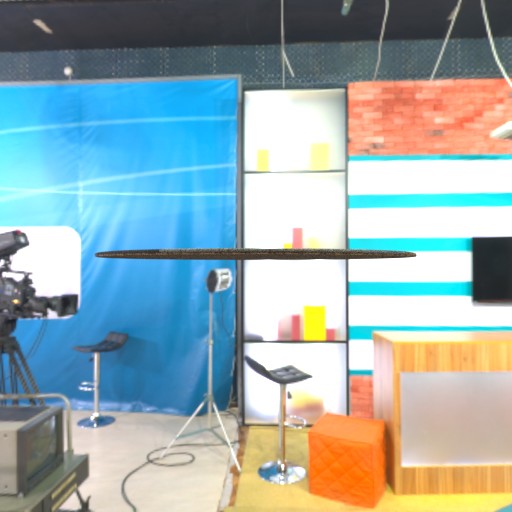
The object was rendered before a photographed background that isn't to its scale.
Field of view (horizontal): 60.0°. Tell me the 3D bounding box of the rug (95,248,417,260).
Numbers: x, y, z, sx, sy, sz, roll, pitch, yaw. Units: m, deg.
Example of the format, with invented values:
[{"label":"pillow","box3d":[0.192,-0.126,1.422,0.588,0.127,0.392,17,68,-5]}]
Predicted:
[{"label":"rug","box3d":[0.000,0.000,3.603,2.461,0.033,2.461,0,-1,0]}]
